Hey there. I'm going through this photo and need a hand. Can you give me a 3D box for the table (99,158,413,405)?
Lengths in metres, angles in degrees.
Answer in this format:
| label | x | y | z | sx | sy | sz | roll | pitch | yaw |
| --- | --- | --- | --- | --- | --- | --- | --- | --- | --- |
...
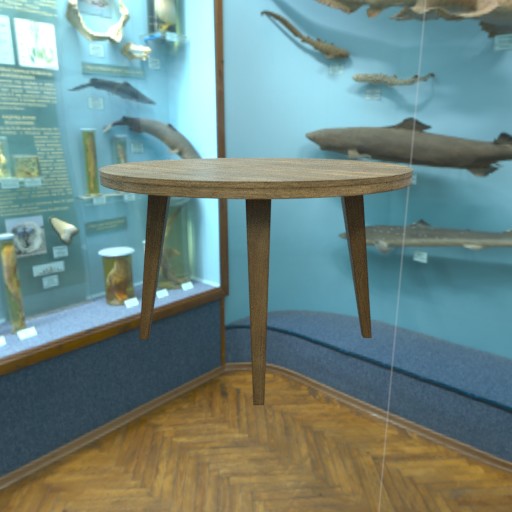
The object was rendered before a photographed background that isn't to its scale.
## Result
| label | x | y | z | sx | sy | sz | roll | pitch | yaw |
| --- | --- | --- | --- | --- | --- | --- | --- | --- | --- |
| table | 0.000 | 0.000 | 1.910 | 1.213 | 0.764 | 1.213 | 0 | 16 | 0 |
